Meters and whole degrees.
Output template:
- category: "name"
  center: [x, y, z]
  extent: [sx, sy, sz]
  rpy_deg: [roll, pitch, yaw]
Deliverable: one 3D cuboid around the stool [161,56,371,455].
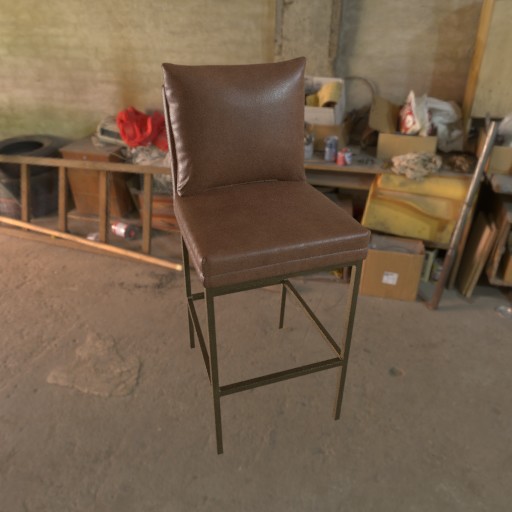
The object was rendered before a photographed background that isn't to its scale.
- category: "stool"
  center: [0.000, 0.000, 1.434]
  extent: [0.463, 1.124, 0.571]
  rpy_deg: [-10, 33, -16]
